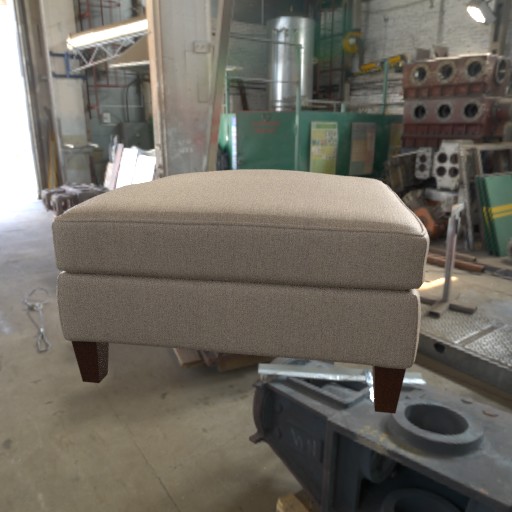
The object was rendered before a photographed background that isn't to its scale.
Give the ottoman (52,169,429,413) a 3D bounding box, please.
[{"bbox_3d":[0.000,0.000,1.355,0.838,0.481,0.838,3,16,9],"label":"ottoman"}]
